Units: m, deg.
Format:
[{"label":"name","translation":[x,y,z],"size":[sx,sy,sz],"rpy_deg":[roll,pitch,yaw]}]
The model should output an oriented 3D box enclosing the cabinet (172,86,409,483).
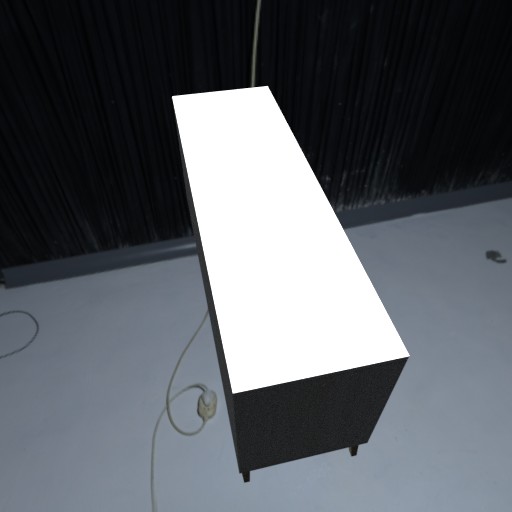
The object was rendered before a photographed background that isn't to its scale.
[{"label":"cabinet","translation":[0.000,0.000,2.029],"size":[0.500,0.780,1.649],"rpy_deg":[-9,47,-9]}]
